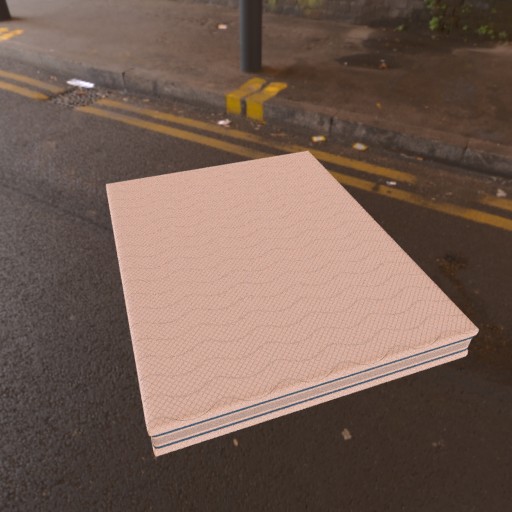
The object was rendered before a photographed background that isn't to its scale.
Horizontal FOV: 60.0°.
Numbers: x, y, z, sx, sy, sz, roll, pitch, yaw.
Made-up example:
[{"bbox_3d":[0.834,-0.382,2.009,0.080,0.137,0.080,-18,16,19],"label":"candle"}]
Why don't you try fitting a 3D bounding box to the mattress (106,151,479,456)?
[{"bbox_3d":[0.000,0.000,2.734,1.600,0.230,2.000,-13,41,-15],"label":"mattress"}]
